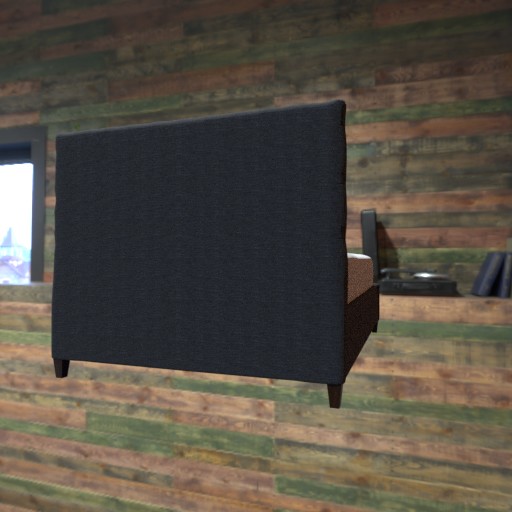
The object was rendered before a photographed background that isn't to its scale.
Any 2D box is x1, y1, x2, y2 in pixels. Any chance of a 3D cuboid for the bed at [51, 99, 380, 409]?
[{"bbox_3d":[0.000,0.000,3.399,1.698,1.427,2.387,0,-1,19],"label":"bed"}]
